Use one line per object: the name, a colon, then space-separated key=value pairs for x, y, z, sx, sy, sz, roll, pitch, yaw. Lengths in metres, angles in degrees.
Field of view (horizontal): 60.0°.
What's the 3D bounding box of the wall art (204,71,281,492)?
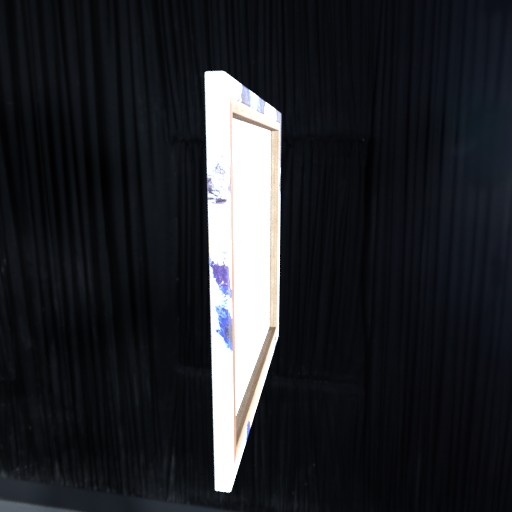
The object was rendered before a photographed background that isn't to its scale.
wall art: x=0.000 y=0.000 z=1.320 sx=0.038 sy=0.885 sz=0.887 roll=2 pitch=13 yaw=9
